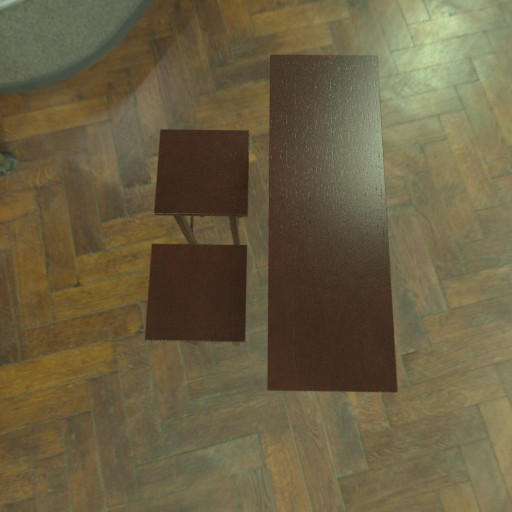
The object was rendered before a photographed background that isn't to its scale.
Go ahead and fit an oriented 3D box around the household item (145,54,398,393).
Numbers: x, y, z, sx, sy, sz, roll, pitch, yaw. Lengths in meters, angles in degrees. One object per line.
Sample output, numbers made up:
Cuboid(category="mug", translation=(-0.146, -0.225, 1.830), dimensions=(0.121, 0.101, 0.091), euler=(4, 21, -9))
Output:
Cuboid(category="household item", translation=(0.000, 0.000, 1.664), dimensions=(0.676, 1.067, 0.914), euler=(1, 76, 0))
